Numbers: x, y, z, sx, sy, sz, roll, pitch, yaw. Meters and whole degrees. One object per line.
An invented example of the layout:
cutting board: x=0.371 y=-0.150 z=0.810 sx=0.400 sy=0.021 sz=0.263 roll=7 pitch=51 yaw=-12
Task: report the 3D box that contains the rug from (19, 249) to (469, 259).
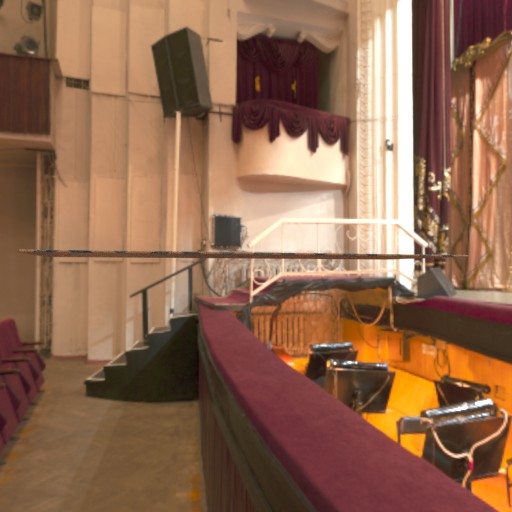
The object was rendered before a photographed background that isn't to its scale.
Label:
rug: x=0.000 y=0.000 z=1.644 sx=1.492 sy=0.007 sz=0.503 roll=1 pitch=-2 yaw=-18
